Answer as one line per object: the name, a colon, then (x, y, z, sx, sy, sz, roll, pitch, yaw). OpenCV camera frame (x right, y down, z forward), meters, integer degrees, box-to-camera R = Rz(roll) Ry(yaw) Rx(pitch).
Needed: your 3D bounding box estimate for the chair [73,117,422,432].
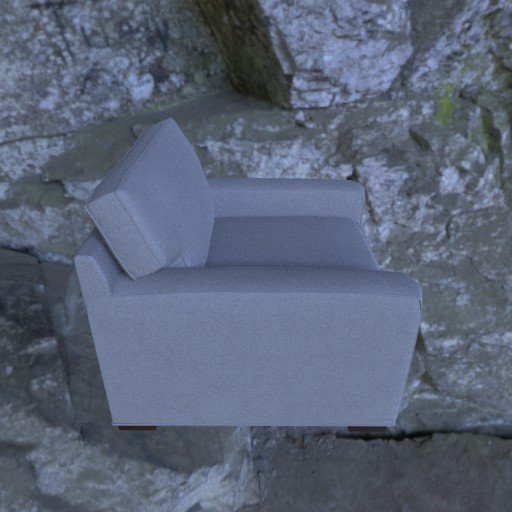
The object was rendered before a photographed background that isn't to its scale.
chair: (0.000, 0.000, 1.812, 1.044, 0.934, 0.999, 0, 30, 0)
